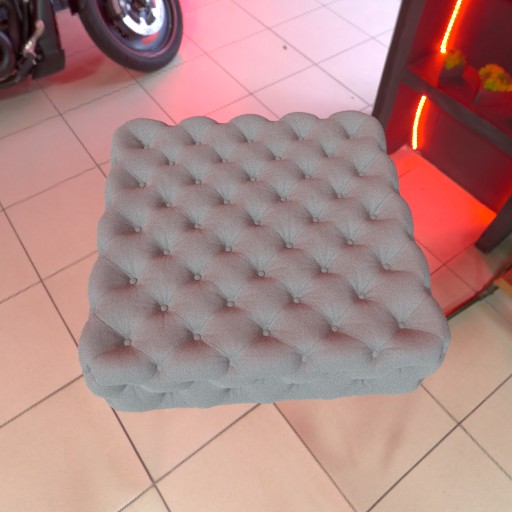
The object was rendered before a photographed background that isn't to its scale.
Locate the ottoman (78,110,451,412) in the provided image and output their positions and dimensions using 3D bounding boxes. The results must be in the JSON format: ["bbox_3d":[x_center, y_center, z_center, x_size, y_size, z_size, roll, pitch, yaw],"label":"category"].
[{"bbox_3d":[0.000,0.000,1.410,0.917,0.439,0.911,-3,57,-2],"label":"ottoman"}]
